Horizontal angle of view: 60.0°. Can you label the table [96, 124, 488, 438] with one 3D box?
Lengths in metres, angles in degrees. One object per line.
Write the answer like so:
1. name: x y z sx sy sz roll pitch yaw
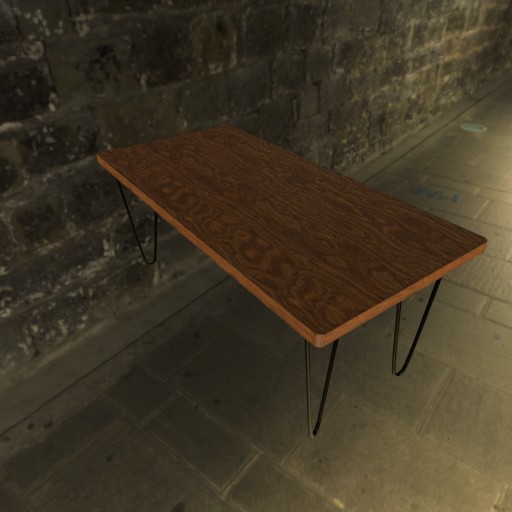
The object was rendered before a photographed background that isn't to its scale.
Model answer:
1. table: 0.000 0.000 2.266 0.883 0.753 1.791 -22 39 -30
